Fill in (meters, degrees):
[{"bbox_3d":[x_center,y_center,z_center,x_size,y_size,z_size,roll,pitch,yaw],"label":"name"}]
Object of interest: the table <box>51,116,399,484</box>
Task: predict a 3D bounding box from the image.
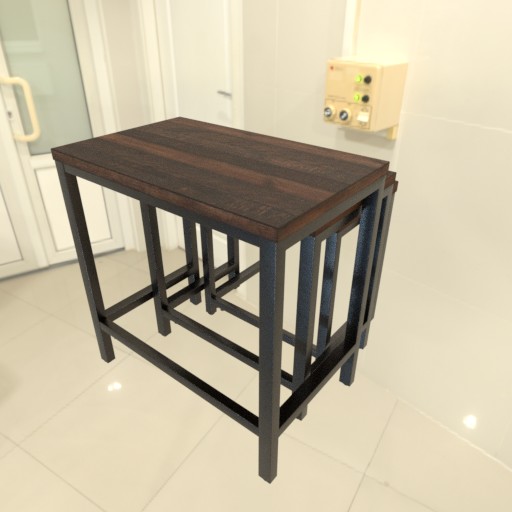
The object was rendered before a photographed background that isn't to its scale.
[{"bbox_3d":[0.000,0.000,1.168,0.608,0.616,0.660,22,37,33],"label":"table"}]
